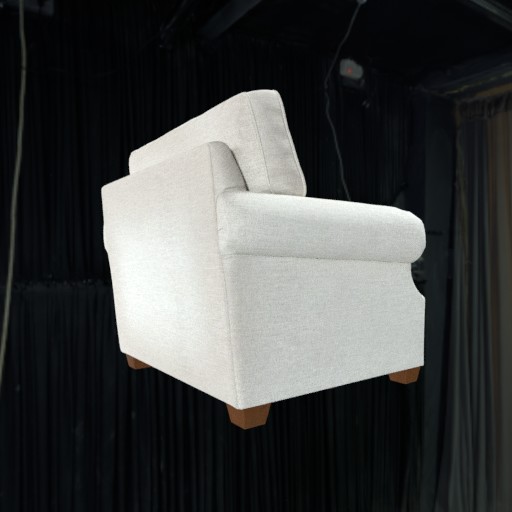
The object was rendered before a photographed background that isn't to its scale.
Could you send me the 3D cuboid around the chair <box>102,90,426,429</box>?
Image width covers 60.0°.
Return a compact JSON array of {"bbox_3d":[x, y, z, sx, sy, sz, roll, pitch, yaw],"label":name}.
[{"bbox_3d":[0.000,0.000,1.794,0.965,0.961,1.092,0,0,-36],"label":"chair"}]
